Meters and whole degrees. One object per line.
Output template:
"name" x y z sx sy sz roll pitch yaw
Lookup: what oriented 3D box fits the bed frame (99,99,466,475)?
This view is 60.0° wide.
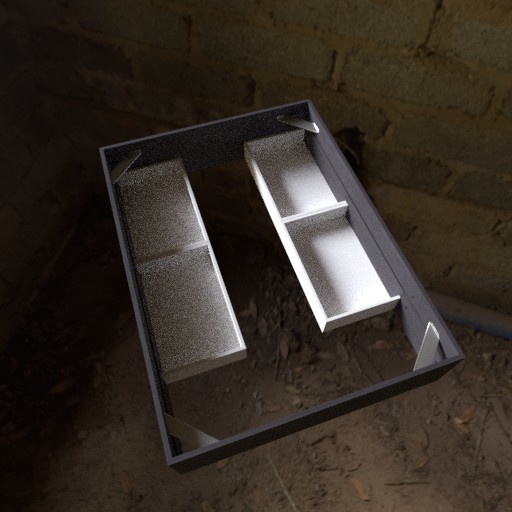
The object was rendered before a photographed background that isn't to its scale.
"bed frame" 0.000 0.000 2.635 1.448 0.459 1.944 -16 60 -10
